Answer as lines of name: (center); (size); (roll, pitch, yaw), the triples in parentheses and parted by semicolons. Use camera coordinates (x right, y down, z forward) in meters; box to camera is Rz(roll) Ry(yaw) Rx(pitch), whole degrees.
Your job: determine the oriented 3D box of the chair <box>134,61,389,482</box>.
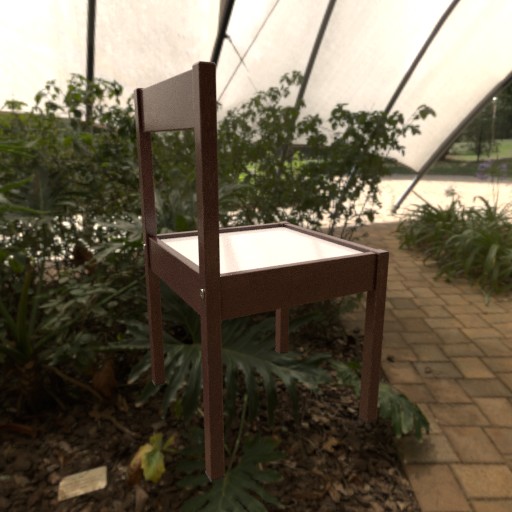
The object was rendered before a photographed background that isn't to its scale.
chair: (0.000, 0.000, 0.695); (0.285, 0.505, 0.285); (-8, 16, -27)
